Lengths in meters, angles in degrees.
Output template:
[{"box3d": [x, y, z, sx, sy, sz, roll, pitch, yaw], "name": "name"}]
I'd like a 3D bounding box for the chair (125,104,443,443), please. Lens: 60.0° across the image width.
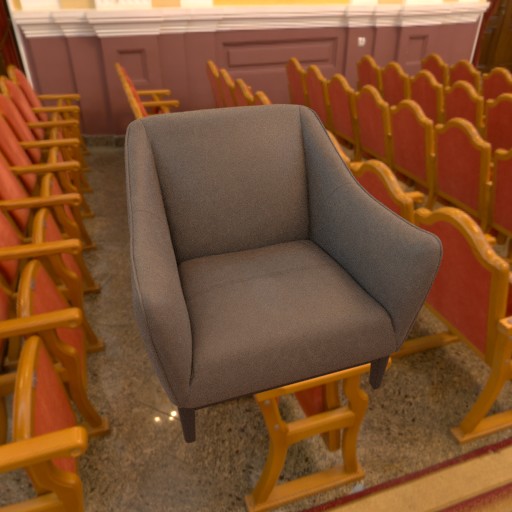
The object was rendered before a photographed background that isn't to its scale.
[{"box3d": [0.000, 0.000, 1.563, 0.871, 0.830, 0.852, -10, 34, -16], "name": "chair"}]
